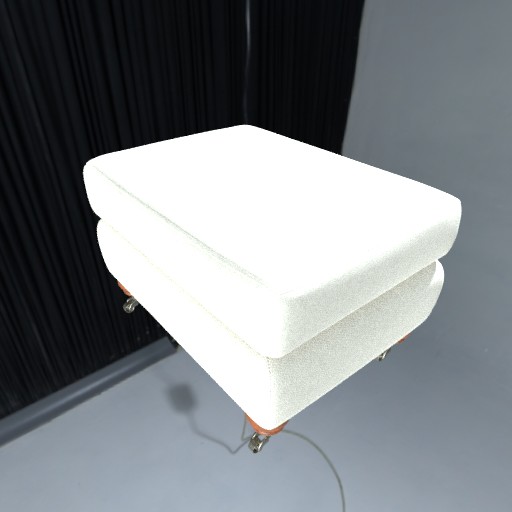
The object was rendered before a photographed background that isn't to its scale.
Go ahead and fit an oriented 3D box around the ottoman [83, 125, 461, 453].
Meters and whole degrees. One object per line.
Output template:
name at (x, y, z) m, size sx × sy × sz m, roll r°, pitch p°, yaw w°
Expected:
ottoman at (0.000, 0.000, 1.144) m, size 0.569 × 0.499 × 0.773 m, roll -23°, pitch 39°, yaw -33°
